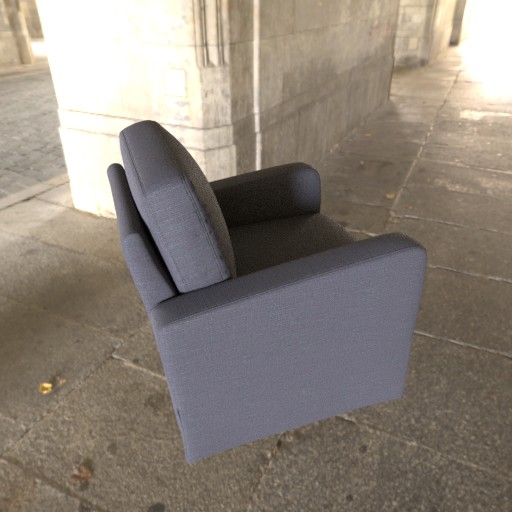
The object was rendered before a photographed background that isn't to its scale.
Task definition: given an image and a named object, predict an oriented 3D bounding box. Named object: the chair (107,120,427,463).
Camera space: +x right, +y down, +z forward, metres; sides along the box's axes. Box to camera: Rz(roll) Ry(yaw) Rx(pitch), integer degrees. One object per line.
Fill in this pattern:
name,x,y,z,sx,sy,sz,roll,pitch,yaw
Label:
chair,0.000,0.000,1.512,0.863,0.855,0.798,-10,32,-17
